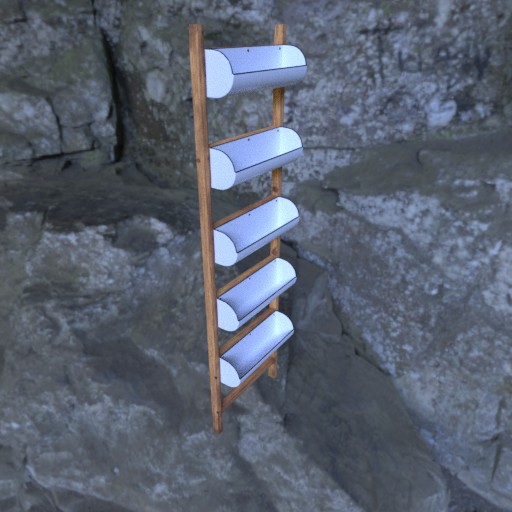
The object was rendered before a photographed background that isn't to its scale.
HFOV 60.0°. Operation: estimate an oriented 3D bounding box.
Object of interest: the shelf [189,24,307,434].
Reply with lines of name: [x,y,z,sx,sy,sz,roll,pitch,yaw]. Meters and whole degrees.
shelf: [0.000,0.000,1.727,0.141,1.600,0.454,18,33,31]
